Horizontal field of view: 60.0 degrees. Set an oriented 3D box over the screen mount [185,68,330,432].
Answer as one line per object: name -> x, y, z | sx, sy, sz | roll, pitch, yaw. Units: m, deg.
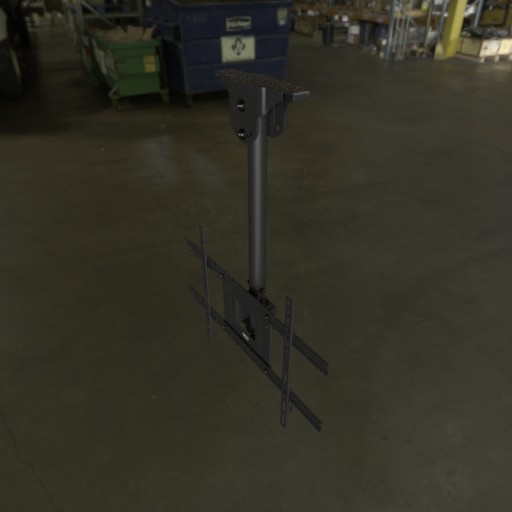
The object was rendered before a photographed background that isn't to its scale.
screen mount -> 0.000, 0.000, 1.030 | 0.090, 0.775, 0.595 | -21, 38, -29
